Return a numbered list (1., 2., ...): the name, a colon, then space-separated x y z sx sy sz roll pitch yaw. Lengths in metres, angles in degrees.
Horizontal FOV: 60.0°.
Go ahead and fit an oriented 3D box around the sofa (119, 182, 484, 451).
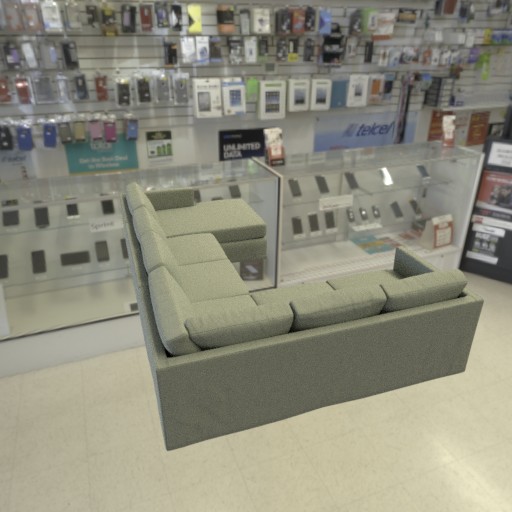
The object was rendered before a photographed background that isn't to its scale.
1. sofa: 0.000 0.000 4.506 2.427 0.882 3.460 -9 28 -17
